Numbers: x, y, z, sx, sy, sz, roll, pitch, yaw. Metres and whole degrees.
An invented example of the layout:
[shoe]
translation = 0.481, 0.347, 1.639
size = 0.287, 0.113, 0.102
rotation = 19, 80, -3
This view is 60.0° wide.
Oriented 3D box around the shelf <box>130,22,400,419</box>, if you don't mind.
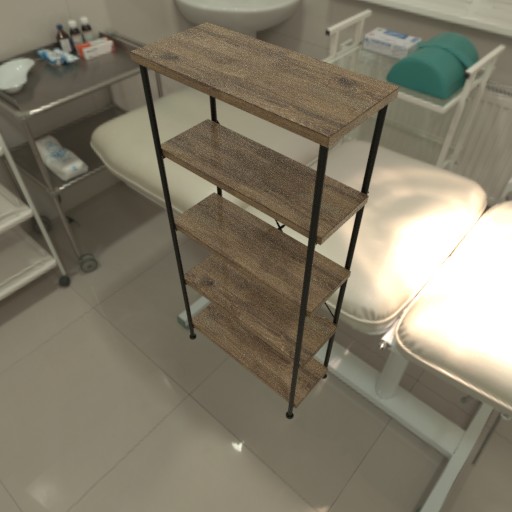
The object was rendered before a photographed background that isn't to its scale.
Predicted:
[shelf]
translation = 0.000, 0.000, 1.997
size = 0.800, 1.700, 0.360
rotation = 32, 54, 27
